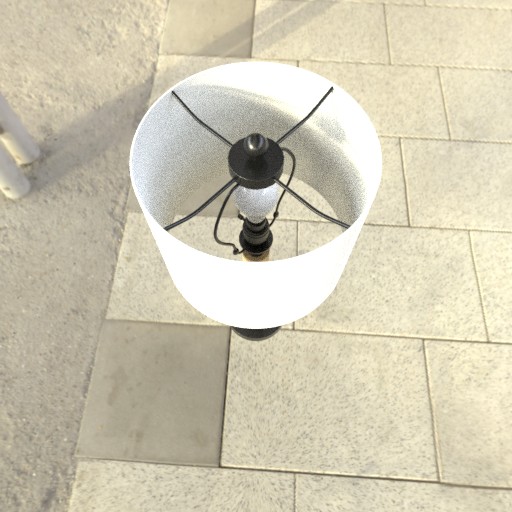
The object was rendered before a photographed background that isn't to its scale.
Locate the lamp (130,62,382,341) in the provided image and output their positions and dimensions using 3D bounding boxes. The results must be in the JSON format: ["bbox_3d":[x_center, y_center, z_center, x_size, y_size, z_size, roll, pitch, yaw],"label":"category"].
[{"bbox_3d":[0.000,0.000,0.804,0.305,0.640,0.305,1,64,0],"label":"lamp"}]
